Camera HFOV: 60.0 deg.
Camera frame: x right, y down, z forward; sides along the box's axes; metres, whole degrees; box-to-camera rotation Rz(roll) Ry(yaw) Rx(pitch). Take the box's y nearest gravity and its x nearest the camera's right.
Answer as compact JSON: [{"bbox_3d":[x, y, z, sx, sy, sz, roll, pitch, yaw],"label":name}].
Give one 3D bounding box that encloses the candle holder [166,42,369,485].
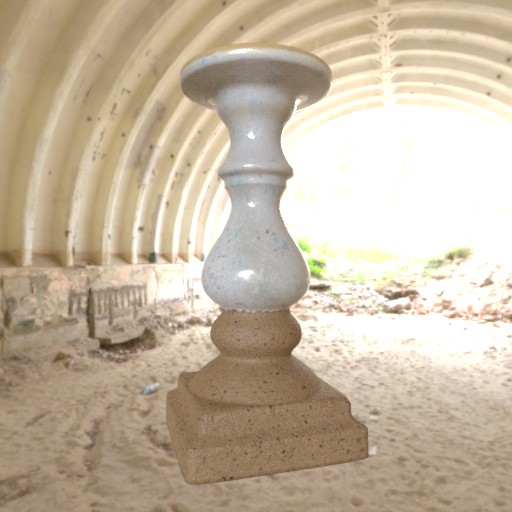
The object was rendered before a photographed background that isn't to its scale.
[{"bbox_3d":[0.000,0.000,0.296,0.110,0.239,0.110,0,0,-17],"label":"candle holder"}]
